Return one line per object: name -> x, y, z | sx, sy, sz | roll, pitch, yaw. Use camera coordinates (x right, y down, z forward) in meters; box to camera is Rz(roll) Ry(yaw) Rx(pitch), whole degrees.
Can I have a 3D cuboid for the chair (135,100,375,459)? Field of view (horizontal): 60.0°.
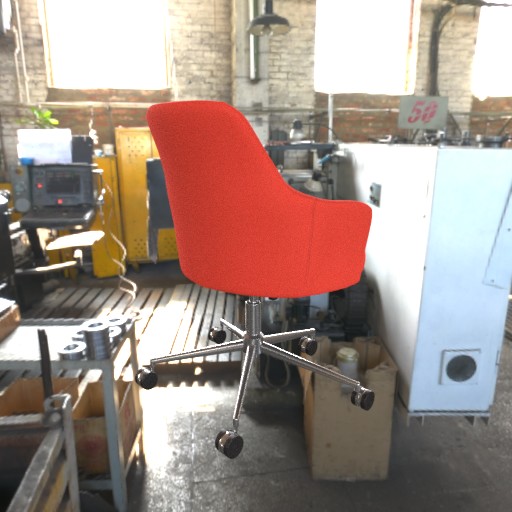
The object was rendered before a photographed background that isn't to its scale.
chair -> 0.000, 0.000, 1.285 | 0.600, 0.820, 0.655 | -14, 20, -43
